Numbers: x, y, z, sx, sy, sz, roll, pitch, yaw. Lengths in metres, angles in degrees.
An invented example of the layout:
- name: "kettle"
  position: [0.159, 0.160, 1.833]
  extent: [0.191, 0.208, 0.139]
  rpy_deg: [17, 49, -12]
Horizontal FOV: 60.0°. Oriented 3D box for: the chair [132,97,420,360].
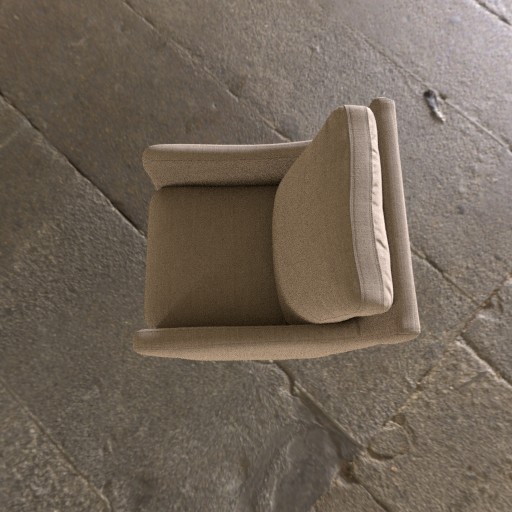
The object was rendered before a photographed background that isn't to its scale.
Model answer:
- name: "chair"
  position: [0.000, 0.000, 1.391]
  extent: [0.694, 0.914, 0.626]
  rpy_deg: [-1, 75, 0]
